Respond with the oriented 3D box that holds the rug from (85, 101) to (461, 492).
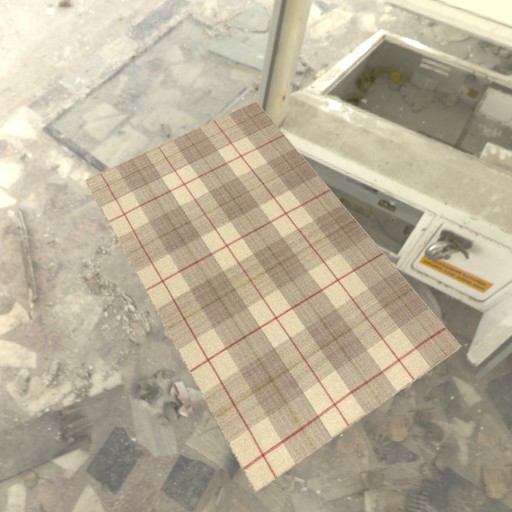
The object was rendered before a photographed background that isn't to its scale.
[{"bbox_3d":[0.000,0.000,3.073,1.549,0.010,2.464,-29,67,-14],"label":"rug"}]
